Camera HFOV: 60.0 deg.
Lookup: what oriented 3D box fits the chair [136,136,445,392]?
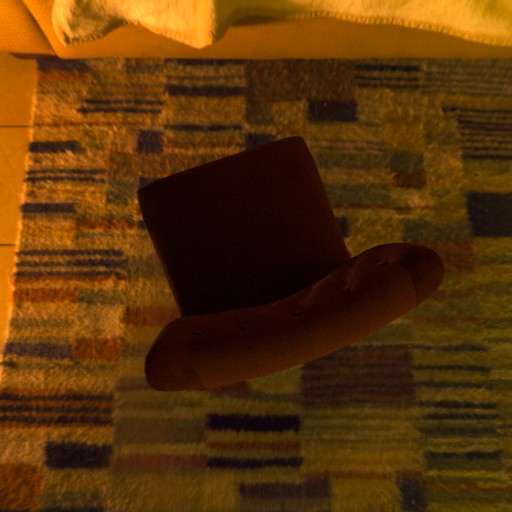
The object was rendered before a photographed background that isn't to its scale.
[{"bbox_3d":[0.000,0.000,1.199,0.582,0.750,0.605,-19,76,-5],"label":"chair"}]
